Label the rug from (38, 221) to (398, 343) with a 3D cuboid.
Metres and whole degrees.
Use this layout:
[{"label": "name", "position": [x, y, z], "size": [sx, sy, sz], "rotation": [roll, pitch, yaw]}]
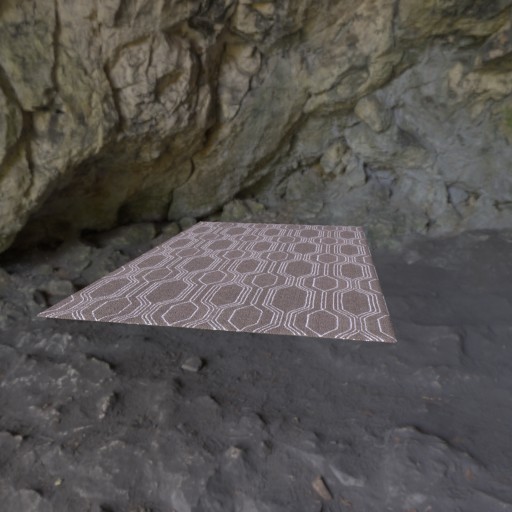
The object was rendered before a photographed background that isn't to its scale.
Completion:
[{"label": "rug", "position": [0.000, 0.000, 3.005], "size": [1.541, 0.012, 2.457], "rotation": [2, 14, 10]}]
